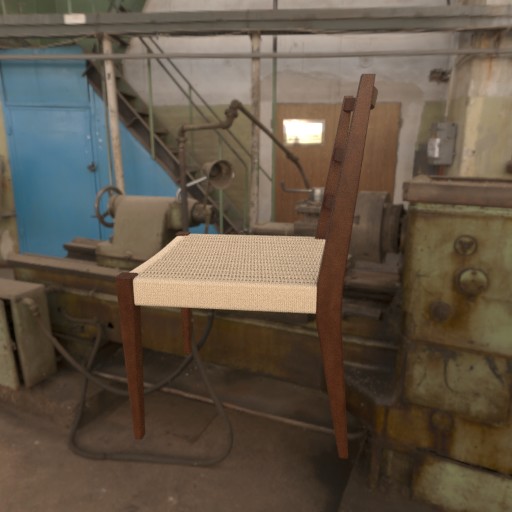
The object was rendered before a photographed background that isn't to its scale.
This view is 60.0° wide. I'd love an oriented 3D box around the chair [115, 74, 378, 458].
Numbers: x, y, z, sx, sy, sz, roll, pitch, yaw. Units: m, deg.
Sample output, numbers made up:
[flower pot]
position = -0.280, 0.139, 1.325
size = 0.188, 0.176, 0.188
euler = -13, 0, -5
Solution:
[chair]
position = 0.000, 0.000, 1.147
size = 0.551, 0.813, 0.480
euler = 2, 15, 7
